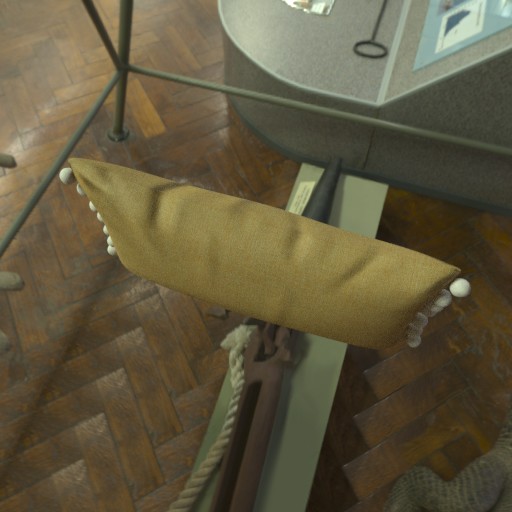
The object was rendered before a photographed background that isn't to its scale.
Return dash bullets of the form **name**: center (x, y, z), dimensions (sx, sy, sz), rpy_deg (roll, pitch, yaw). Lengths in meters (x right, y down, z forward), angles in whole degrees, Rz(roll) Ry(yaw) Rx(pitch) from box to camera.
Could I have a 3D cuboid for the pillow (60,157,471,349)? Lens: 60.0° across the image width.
- **pillow**: center (0.000, 0.000, 0.834), dimensions (0.709, 0.322, 0.201), rpy_deg (16, 63, 9)
